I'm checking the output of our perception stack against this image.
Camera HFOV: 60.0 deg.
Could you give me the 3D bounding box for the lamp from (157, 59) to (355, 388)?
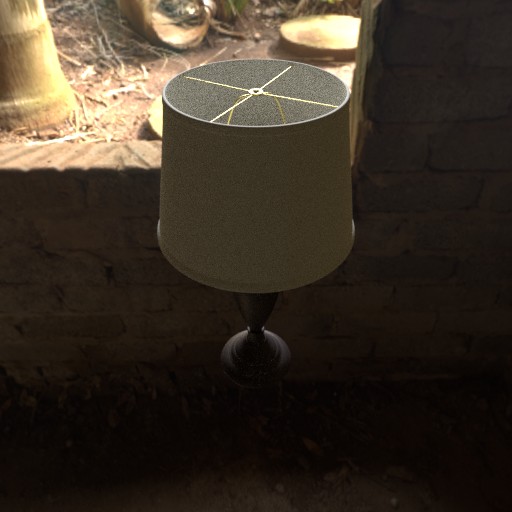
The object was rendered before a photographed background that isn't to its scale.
[{"bbox_3d":[0.000,0.000,0.810,0.335,0.611,0.335,0,41,0],"label":"lamp"}]
